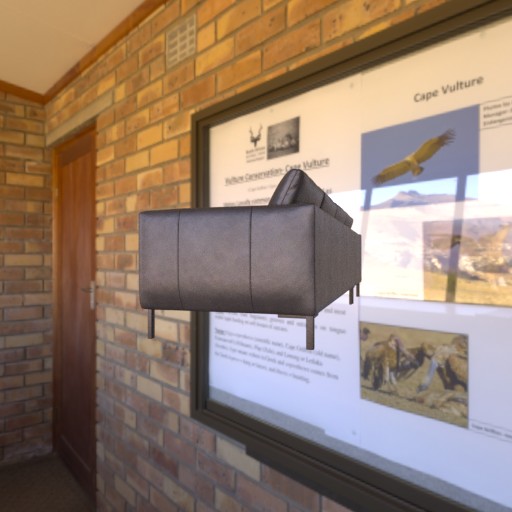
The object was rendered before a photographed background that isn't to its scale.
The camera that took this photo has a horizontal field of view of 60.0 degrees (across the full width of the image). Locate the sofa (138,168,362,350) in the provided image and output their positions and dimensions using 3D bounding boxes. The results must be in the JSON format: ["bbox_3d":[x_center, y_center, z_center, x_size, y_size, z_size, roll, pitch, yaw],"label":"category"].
[{"bbox_3d":[0.000,0.000,3.572,1.471,0.859,2.993,0,0,17],"label":"sofa"}]
